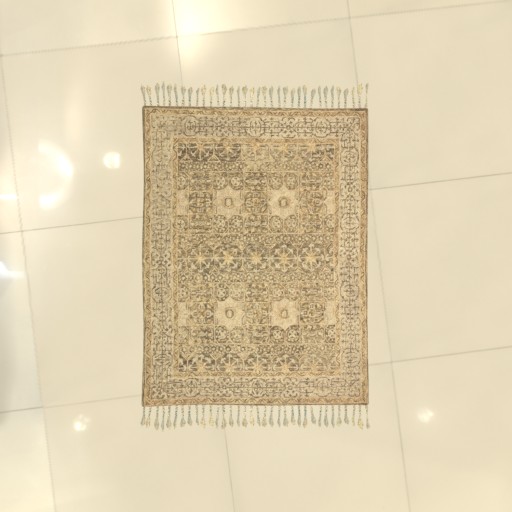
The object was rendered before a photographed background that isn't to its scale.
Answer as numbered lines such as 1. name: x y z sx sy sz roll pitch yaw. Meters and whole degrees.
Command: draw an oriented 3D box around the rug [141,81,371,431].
1. rug: 0.000 0.000 3.118 1.619 0.023 2.465 0 90 -2
